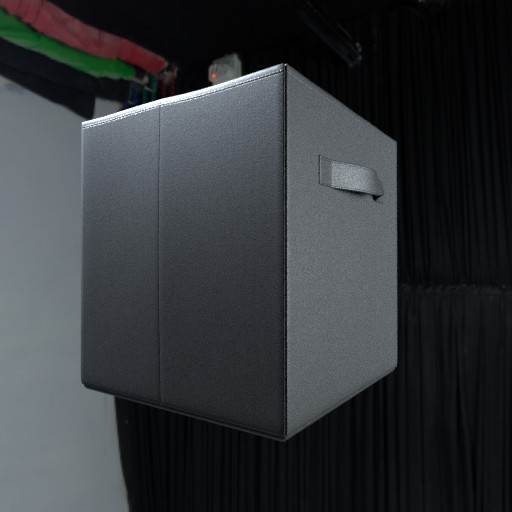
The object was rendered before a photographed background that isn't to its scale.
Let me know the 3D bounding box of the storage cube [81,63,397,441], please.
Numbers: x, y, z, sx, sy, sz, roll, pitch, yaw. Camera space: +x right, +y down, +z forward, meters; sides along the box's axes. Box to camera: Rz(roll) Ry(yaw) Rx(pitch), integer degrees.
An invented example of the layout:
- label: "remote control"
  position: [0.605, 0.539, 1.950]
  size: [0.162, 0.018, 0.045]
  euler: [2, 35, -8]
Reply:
- label: "storage cube"
  position: [0.000, 0.000, 0.498]
  size: [0.270, 0.280, 0.270]
  euler: [0, -1, 35]
